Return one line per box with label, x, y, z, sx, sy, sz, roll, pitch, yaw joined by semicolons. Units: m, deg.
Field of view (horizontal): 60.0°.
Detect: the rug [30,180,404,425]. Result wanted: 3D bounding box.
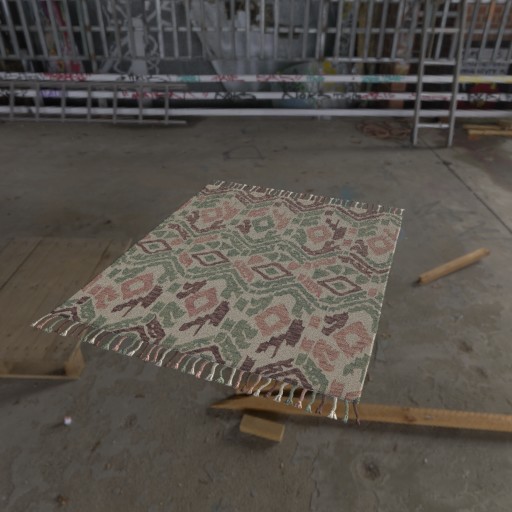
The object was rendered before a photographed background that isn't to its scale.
rug;0.000;0.000;4.116;2.438;0.010;3.048;12;34;18
